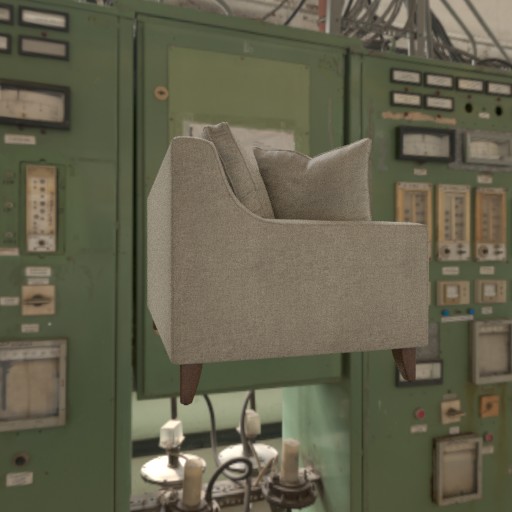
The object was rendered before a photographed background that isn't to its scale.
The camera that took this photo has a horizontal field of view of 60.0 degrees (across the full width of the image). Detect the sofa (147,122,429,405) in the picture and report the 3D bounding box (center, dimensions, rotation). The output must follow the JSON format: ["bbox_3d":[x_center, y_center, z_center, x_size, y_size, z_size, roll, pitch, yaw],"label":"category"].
[{"bbox_3d":[0.000,0.000,2.048,0.915,0.863,1.422,0,0,-16],"label":"sofa"}]
